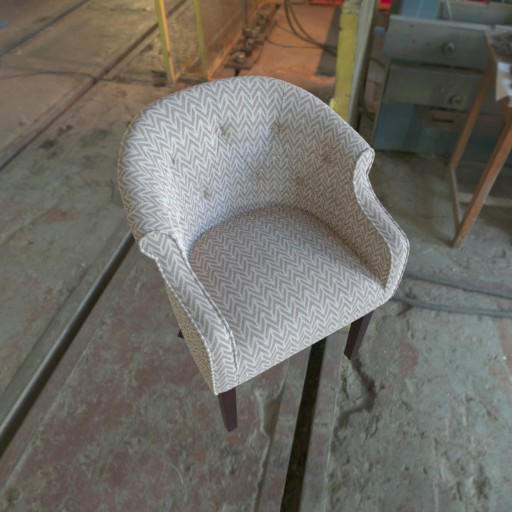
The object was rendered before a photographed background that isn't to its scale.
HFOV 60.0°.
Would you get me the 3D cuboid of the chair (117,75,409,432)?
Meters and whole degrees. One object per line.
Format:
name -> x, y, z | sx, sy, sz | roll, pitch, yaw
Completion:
chair -> 0.000, 0.000, 1.334 | 0.686, 0.858, 0.613 | -24, 51, -21
